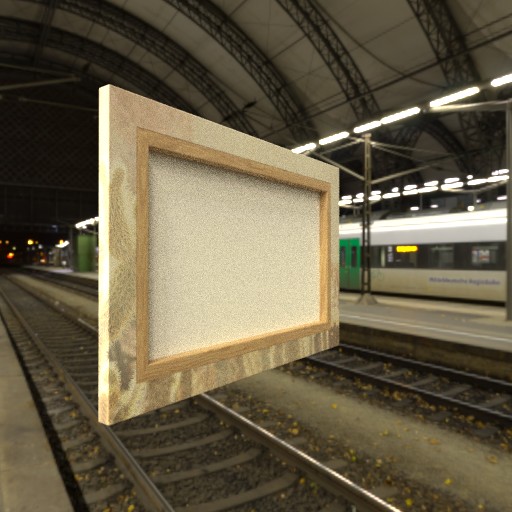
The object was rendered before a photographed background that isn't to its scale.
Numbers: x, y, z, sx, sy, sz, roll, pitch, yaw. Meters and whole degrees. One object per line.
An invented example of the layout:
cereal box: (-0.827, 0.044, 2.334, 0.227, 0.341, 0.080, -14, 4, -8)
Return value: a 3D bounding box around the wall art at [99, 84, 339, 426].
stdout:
wall art: (0.000, 0.000, 1.451, 0.041, 0.758, 1.142, 0, 0, 37)
